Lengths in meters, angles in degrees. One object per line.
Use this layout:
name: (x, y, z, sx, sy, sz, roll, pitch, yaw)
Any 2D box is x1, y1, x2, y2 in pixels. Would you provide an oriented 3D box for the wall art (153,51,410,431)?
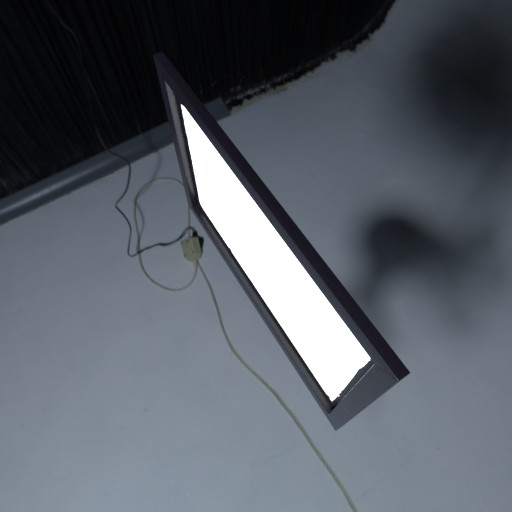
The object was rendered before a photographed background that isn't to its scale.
wall art: (0.000, 0.000, 0.565, 0.013, 0.306, 0.440, -28, 65, -14)
